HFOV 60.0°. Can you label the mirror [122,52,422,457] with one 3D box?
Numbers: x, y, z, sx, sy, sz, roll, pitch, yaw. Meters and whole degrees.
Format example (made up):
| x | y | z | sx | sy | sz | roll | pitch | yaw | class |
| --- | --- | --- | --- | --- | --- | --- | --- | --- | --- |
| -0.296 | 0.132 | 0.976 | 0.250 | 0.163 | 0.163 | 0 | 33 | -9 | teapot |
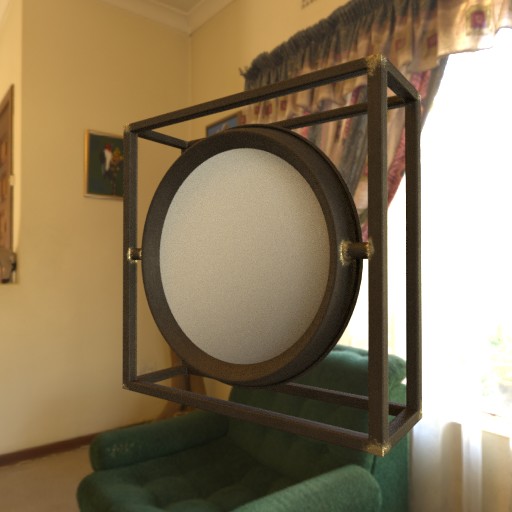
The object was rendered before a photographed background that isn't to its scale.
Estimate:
| x | y | z | sx | sy | sz | roll | pitch | yaw | class |
| --- | --- | --- | --- | --- | --- | --- | --- | --- | --- |
| 0.000 | 0.000 | 0.461 | 0.306 | 0.303 | 0.107 | -1 | -1 | 36 | mirror |
